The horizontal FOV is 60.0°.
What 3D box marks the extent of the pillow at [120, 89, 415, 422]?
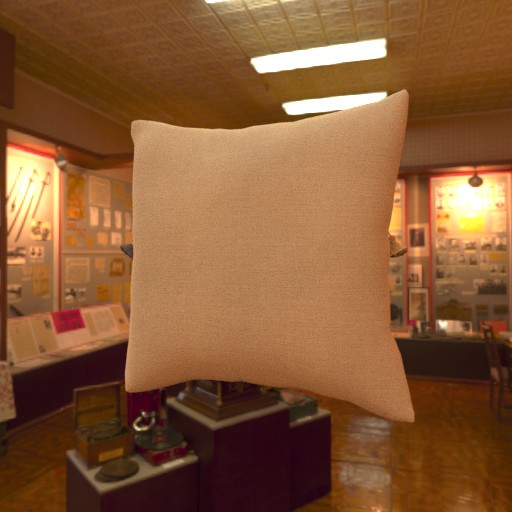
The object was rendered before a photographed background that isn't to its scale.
[{"bbox_3d":[0.000,0.000,0.729,0.489,0.481,0.165,0,0,19],"label":"pillow"}]
